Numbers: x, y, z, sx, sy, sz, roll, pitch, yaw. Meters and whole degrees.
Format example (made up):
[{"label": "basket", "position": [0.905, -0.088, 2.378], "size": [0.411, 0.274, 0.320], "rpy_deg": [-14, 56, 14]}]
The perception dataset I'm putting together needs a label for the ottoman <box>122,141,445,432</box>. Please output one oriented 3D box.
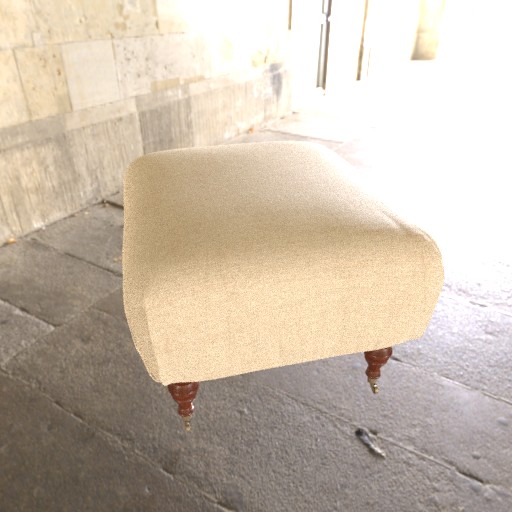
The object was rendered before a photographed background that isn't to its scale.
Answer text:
[{"label": "ottoman", "position": [0.000, 0.000, 1.135], "size": [0.622, 0.450, 0.747], "rpy_deg": [-7, 31, -12]}]
